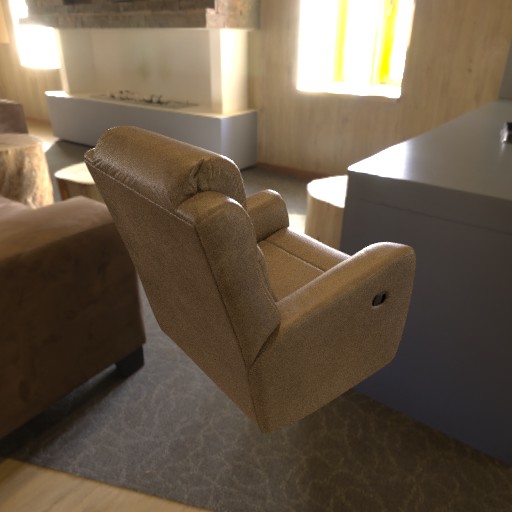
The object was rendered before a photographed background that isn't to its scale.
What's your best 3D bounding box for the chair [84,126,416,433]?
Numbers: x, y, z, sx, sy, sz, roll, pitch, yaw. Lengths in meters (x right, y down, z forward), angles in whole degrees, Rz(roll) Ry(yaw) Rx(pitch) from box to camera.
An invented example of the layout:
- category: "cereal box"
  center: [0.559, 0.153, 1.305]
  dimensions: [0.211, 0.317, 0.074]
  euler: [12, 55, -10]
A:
- category: "chair"
  center: [0.000, 0.000, 1.919]
  dimensions: [1.068, 1.116, 0.965]
  euler: [-20, 33, -33]
